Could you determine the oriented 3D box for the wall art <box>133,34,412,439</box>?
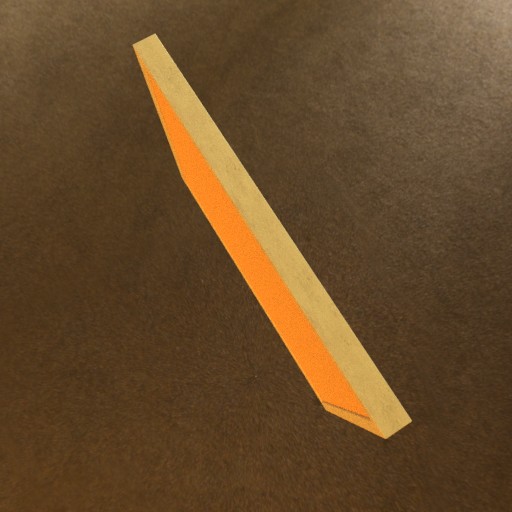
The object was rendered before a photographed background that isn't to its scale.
[{"bbox_3d":[0.000,0.000,0.674,0.032,0.380,0.532,-31,77,-8],"label":"wall art"}]
